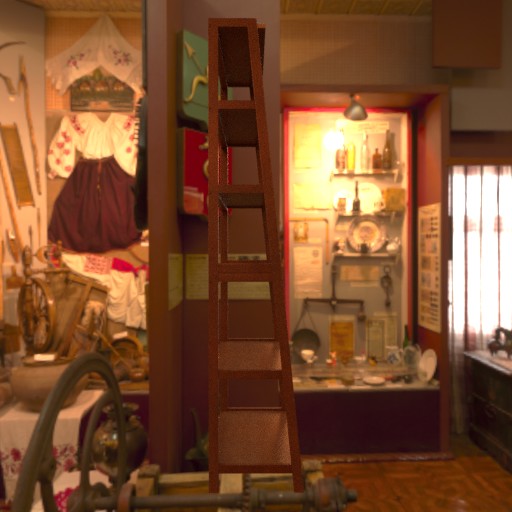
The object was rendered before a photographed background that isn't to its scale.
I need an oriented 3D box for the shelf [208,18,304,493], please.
[{"bbox_3d":[0.000,0.000,2.093,0.382,1.892,0.660,0,1,0],"label":"shelf"}]
